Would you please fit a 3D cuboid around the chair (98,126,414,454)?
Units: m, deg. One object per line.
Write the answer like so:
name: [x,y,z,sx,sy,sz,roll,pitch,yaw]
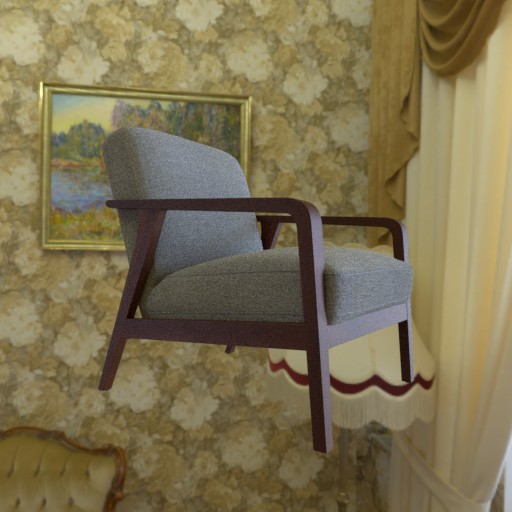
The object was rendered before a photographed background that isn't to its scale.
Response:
chair: [0.000,0.000,1.451,0.858,0.847,0.704,0,0,35]
